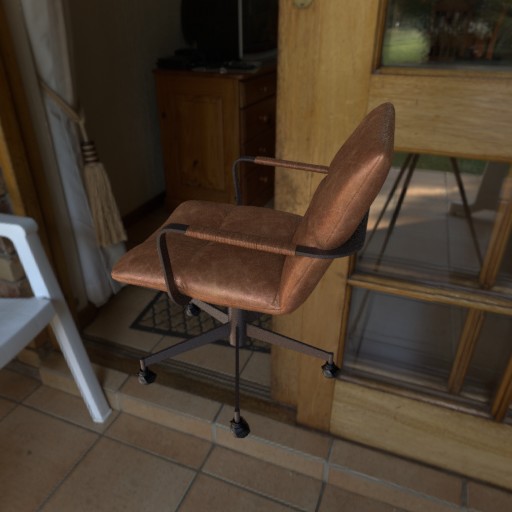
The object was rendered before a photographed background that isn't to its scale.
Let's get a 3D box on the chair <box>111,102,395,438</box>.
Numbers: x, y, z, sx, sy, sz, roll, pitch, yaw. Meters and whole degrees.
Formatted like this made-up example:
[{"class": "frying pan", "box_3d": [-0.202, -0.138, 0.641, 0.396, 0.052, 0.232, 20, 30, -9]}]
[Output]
[{"class": "chair", "box_3d": [0.000, 0.000, 1.450, 0.754, 0.922, 0.727, 8, 30, 14]}]
